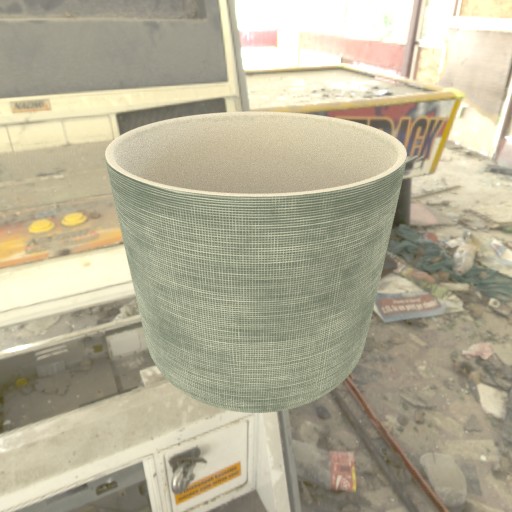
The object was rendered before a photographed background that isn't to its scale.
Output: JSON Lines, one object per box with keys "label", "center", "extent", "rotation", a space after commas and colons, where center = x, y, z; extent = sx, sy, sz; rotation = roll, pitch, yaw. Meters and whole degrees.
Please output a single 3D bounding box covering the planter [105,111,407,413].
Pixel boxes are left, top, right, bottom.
{"label": "planter", "center": [0.000, 0.000, 0.770], "extent": [0.440, 0.398, 0.440], "rotation": [0, 30, 0]}
